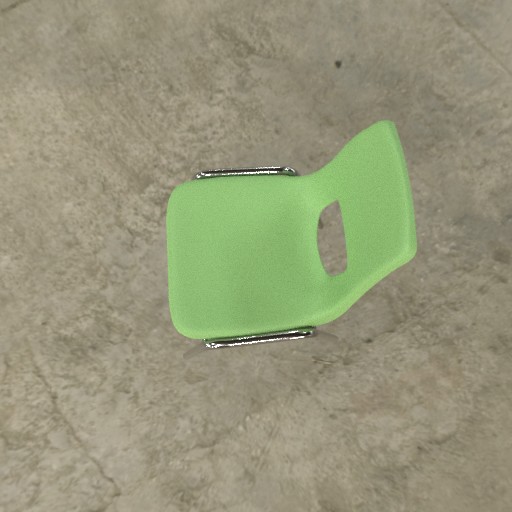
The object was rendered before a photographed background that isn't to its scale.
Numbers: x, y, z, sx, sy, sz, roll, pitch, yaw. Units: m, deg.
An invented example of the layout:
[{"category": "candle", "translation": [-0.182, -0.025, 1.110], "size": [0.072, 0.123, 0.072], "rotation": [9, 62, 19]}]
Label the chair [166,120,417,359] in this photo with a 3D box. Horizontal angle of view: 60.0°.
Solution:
[{"category": "chair", "translation": [0.000, 0.000, 0.948], "size": [0.436, 0.704, 0.381], "rotation": [-5, 75, -1]}]
